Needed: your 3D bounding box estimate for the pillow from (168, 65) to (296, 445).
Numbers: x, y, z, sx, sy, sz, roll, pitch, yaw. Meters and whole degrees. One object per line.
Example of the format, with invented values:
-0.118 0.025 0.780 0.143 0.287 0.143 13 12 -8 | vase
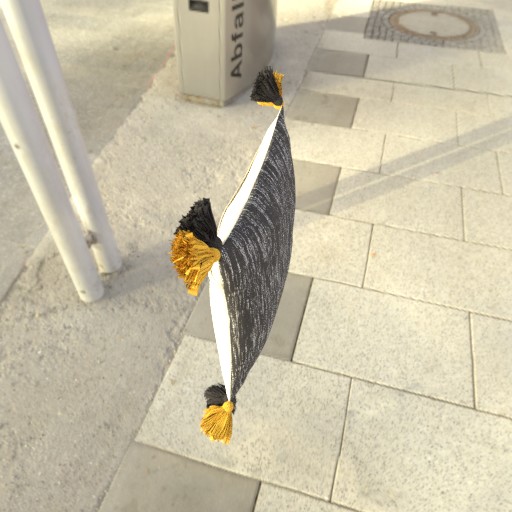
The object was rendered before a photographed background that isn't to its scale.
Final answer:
0.000 0.000 0.992 0.139 0.659 0.654 10 47 10 | pillow
